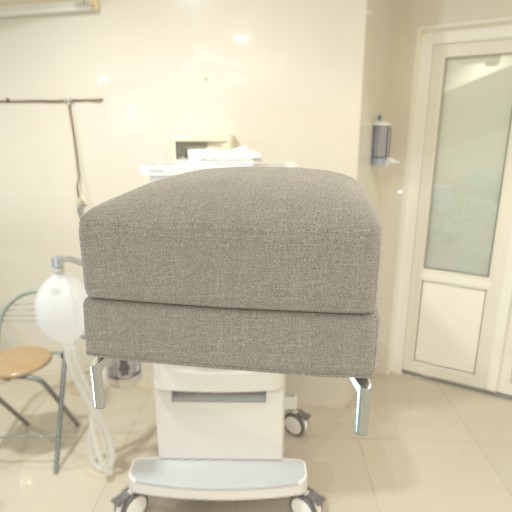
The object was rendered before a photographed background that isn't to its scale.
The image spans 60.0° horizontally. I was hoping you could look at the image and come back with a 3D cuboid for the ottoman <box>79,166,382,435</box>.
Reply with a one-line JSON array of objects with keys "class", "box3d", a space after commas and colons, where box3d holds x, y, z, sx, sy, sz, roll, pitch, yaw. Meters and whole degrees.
[{"class": "ottoman", "box3d": [0.000, 0.000, 1.198, 0.584, 0.457, 0.838, 2, 15, 9]}]
